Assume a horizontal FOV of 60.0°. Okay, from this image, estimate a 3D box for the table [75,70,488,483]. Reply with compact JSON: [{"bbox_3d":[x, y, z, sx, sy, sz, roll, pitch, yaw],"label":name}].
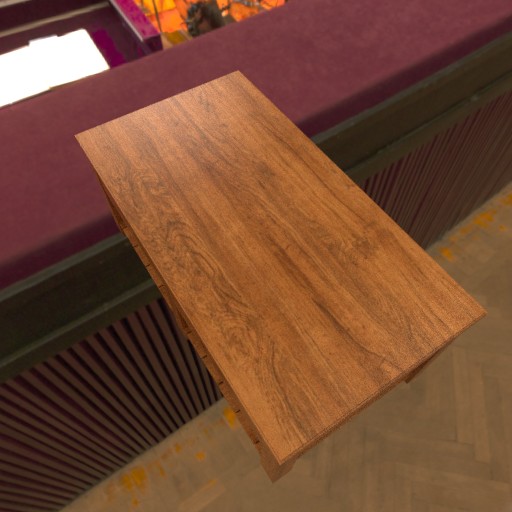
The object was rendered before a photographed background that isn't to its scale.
[{"bbox_3d":[0.000,0.000,1.450,0.635,0.480,1.150,-29,62,-17],"label":"table"}]
